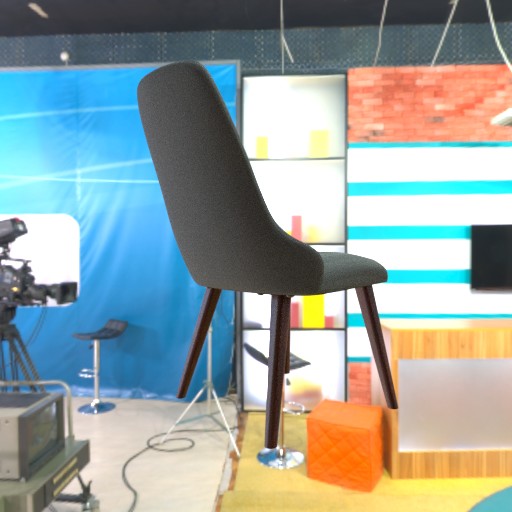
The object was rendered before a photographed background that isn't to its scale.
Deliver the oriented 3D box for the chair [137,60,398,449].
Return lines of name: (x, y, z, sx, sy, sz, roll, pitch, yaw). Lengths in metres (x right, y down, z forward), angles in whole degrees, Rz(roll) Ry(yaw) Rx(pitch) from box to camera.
chair: (0.000, 0.000, 1.331, 0.707, 0.918, 0.535, 0, 0, -37)
